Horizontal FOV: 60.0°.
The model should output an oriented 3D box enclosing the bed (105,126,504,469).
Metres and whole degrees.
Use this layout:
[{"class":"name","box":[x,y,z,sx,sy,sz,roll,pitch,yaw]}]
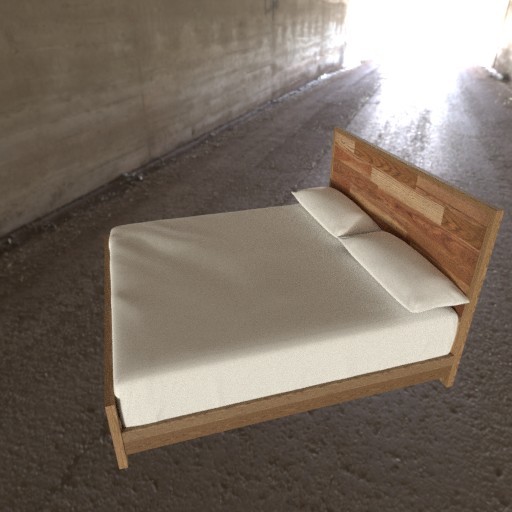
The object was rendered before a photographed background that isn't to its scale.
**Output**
[{"class":"bed","box":[0.000,0.000,3.263,2.184,1.295,2.013,-8,30,-14]}]
